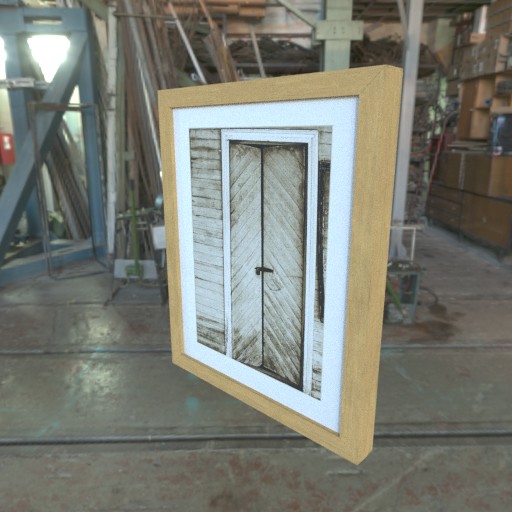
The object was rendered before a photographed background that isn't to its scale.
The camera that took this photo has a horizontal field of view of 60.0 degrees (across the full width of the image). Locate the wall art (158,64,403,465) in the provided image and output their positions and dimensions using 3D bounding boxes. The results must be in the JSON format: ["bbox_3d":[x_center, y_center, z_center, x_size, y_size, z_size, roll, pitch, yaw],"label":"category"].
[{"bbox_3d":[0.000,0.000,0.516,0.312,0.380,0.030,14,20,41],"label":"wall art"}]
